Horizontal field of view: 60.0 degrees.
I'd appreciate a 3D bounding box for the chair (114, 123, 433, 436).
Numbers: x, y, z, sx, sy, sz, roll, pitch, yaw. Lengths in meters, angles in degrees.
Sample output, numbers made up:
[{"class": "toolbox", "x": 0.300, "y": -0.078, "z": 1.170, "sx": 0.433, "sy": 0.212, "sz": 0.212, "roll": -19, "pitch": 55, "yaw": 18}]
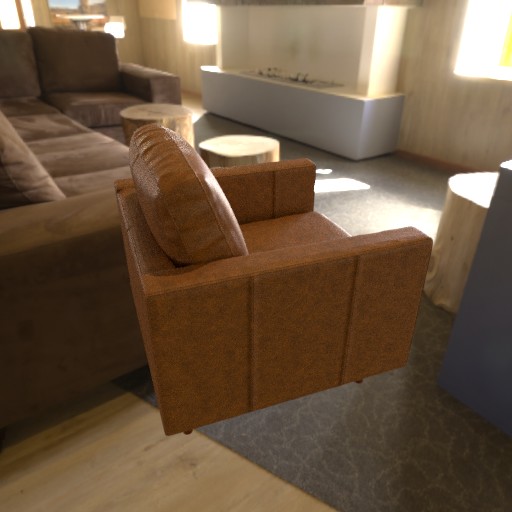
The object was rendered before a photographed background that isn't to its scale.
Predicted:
[{"class": "chair", "x": 0.000, "y": 0.000, "z": 1.682, "sx": 0.909, "sy": 0.956, "sz": 0.890, "roll": -10, "pitch": 31, "yaw": -18}]
